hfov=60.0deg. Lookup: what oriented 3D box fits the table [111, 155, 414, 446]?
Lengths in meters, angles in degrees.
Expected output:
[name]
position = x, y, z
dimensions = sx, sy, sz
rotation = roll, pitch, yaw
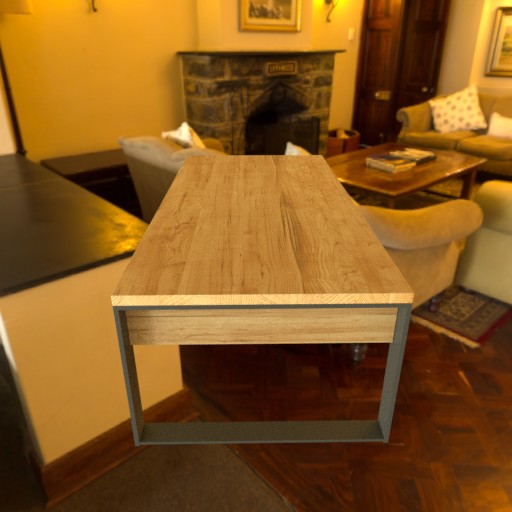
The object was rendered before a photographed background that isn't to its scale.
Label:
[table]
position = 0.000, 0.000, 1.465
dimensions = 0.590, 0.400, 1.180
rotation = 0, 25, -1
